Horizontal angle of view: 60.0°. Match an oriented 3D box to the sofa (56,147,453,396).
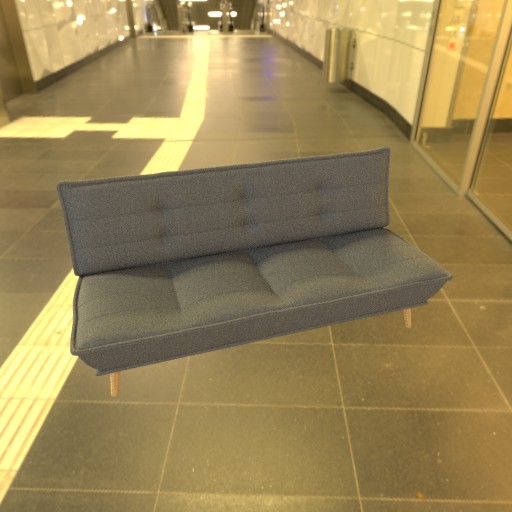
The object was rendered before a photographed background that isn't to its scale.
[{"bbox_3d":[0.000,0.000,2.470,1.940,0.890,0.950,-9,32,-15],"label":"sofa"}]
